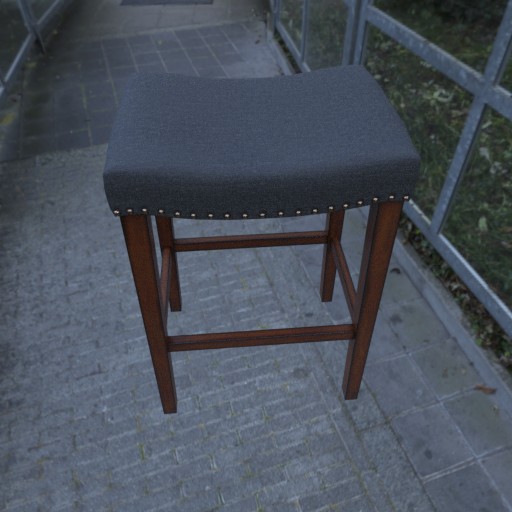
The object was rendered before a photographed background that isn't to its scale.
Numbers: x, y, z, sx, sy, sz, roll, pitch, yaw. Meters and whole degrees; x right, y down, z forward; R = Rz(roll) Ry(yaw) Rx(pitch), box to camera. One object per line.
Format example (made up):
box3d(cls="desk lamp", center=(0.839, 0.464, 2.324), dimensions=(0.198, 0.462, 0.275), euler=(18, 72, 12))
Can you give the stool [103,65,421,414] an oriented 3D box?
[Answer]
box3d(cls="stool", center=(0.000, 0.000, 1.013), dimensions=(0.502, 0.748, 0.366), euler=(-3, 45, -3))
